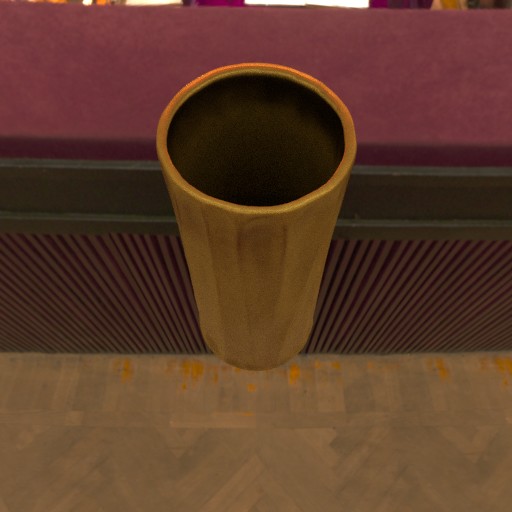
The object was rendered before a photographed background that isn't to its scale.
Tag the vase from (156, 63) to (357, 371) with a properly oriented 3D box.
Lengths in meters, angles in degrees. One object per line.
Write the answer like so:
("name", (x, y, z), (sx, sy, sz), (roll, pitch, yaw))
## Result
("vase", (0.000, 0.000, 0.178), (0.061, 0.143, 0.061), (0, 63, 0))
